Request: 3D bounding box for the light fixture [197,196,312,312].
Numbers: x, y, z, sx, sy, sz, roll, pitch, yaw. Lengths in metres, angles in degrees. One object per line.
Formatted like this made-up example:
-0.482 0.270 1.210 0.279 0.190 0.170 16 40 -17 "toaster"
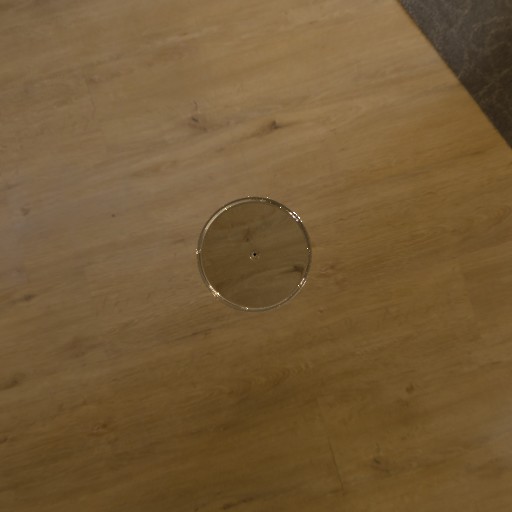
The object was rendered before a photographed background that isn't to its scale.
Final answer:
0.000 0.000 1.718 0.336 1.538 0.336 0 90 0 "light fixture"
